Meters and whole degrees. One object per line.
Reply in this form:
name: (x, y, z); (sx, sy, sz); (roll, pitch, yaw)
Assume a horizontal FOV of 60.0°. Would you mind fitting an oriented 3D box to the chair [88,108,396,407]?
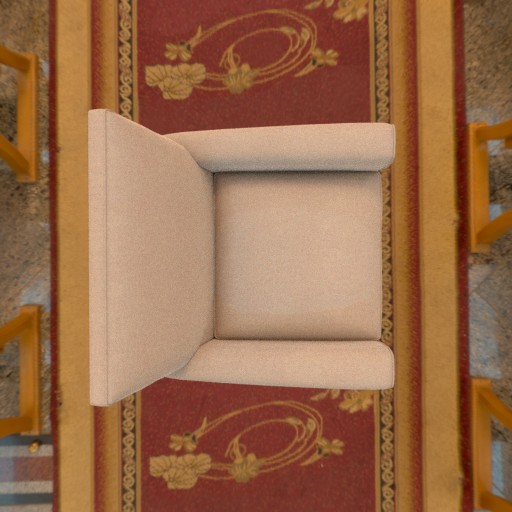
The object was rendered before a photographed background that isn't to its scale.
chair: (0.000, 0.000, 1.552); (0.871, 0.846, 0.840); (0, 91, 0)
